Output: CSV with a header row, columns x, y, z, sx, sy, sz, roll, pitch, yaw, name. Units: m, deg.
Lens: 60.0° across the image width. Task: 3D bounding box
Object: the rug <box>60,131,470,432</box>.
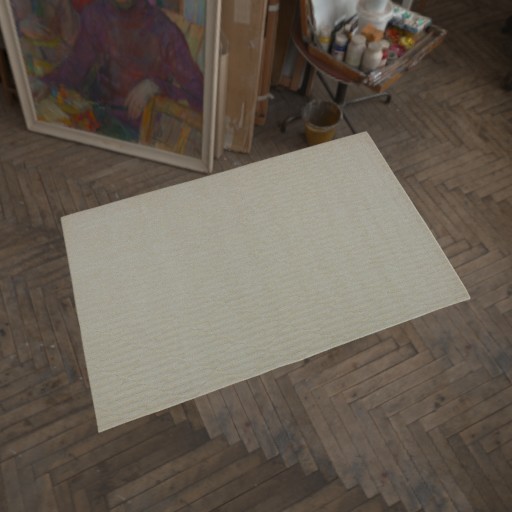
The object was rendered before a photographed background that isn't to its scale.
x,y,z,sx,sy,sz,roll,pitch,yaw,name
0.000,0.000,3.028,2.441,0.014,1.531,-18,64,-9,rug
